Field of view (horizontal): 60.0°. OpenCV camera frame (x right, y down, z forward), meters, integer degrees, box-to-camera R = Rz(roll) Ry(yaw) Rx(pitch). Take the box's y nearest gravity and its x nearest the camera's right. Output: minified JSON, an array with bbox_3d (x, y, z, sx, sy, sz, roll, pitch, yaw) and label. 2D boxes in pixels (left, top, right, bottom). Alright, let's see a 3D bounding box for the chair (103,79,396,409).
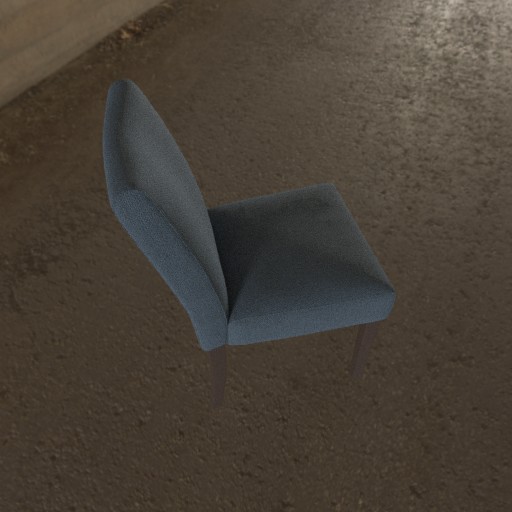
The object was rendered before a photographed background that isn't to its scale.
[{"bbox_3d":[0.000,0.000,1.232,0.629,0.882,0.487,-10,48,-9],"label":"chair"}]
